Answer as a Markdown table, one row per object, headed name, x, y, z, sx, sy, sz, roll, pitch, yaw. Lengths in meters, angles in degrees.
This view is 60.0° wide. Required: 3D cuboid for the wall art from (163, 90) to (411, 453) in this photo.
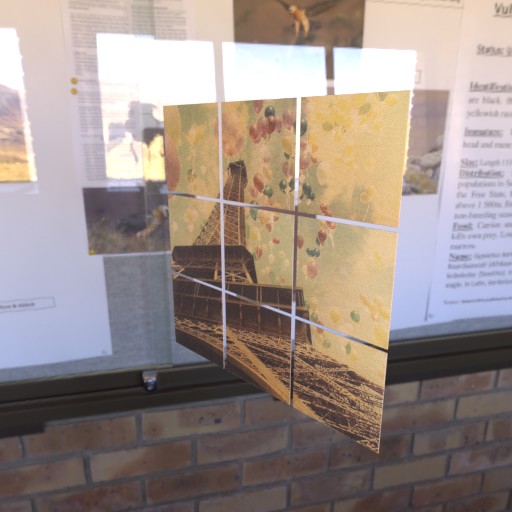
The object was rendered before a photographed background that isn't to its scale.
| name | x | y | z | sx | sy | sz | roll | pitch | yaw |
| --- | --- | --- | --- | --- | --- | --- | --- | --- | --- |
| wall art | 0.000 | 0.000 | 2.260 | 1.517 | 1.505 | 0.002 | 15 | 22 | 43 |
